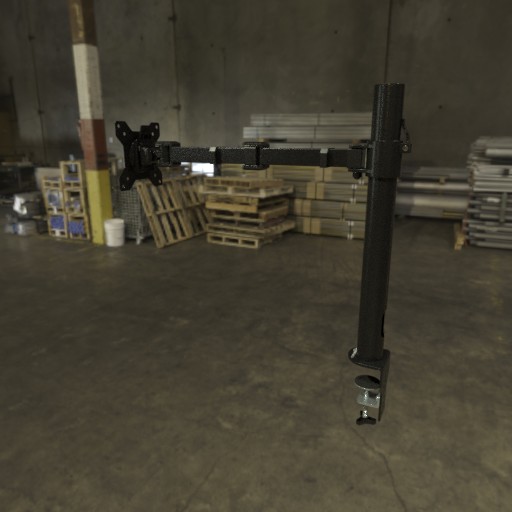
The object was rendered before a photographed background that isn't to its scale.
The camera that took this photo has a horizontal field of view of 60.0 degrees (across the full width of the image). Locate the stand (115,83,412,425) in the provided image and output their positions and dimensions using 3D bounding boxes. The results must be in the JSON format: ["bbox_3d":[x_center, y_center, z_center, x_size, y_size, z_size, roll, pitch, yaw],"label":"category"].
[{"bbox_3d":[0.000,0.000,0.729,0.456,0.510,0.115,7,17,25],"label":"stand"}]
